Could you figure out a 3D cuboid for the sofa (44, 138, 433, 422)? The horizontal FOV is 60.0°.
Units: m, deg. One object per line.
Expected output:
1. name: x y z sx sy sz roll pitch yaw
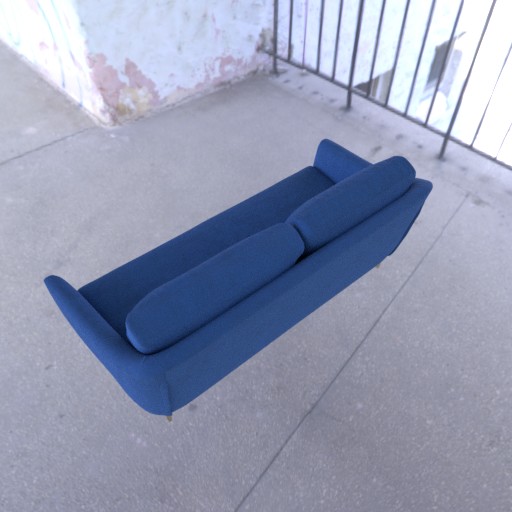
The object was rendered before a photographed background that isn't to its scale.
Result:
1. sofa: 0.000 0.000 2.535 2.036 0.903 0.960 -31 55 -25
